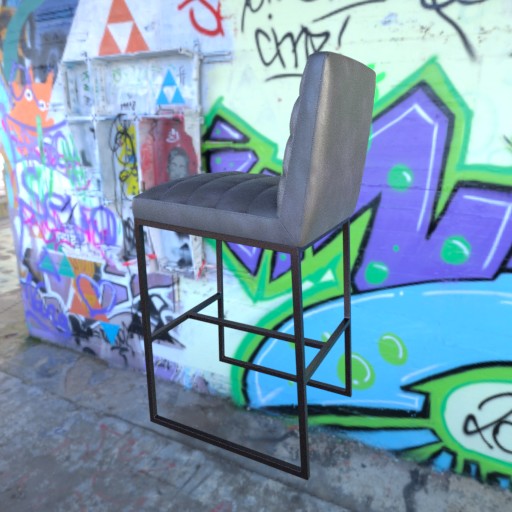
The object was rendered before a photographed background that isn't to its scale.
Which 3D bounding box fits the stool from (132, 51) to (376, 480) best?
[{"bbox_3d":[0.000,0.000,1.335,0.562,1.065,0.463,8,19,26],"label":"stool"}]
